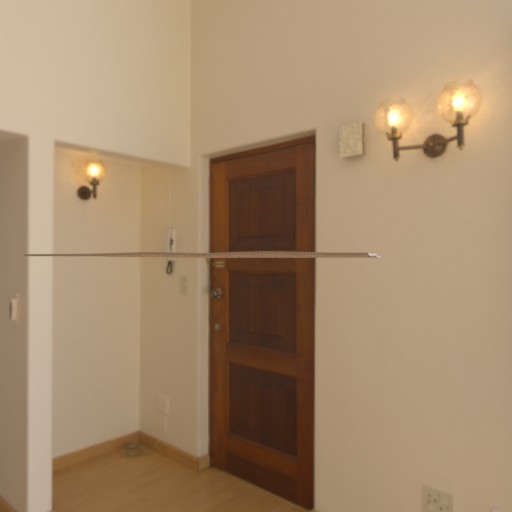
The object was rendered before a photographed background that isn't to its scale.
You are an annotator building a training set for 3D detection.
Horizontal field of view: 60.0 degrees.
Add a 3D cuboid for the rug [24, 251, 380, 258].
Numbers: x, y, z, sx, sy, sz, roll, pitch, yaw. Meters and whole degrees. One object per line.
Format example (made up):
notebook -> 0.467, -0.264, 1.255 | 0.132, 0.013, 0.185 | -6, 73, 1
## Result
rug -> 0.000, 0.000, 2.315 | 1.220, 0.013, 1.829 | 0, 0, 17
